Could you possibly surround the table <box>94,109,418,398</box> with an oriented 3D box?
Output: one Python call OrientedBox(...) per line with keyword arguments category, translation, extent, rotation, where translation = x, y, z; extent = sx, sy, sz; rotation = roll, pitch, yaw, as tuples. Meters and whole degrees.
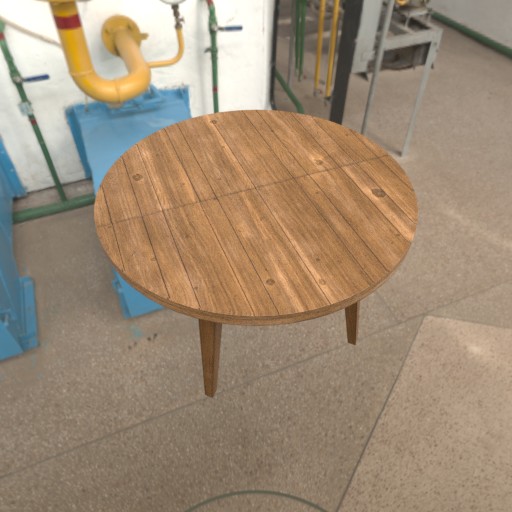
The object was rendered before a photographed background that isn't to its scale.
OrientedBox(category="table", translation=(0.000, 0.000, 1.986), extent=(1.213, 0.764, 1.213), rotation=(0, 46, 0))
